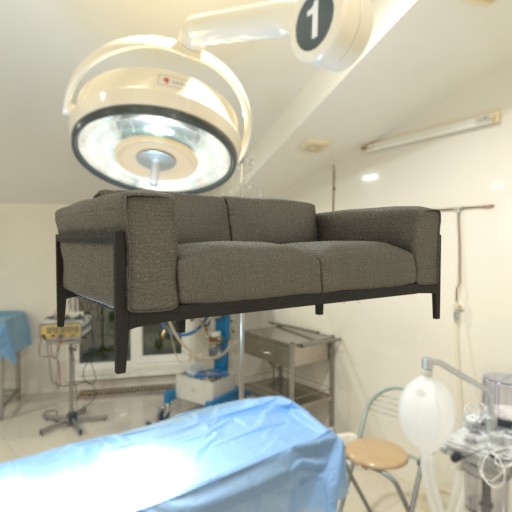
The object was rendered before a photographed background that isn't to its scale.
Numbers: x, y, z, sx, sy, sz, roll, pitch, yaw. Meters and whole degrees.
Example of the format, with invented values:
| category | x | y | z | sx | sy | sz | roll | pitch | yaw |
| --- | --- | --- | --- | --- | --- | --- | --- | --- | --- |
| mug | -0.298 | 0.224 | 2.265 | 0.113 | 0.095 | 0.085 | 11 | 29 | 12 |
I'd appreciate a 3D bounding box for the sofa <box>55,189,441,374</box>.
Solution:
| category | x | y | z | sx | sy | sz | roll | pitch | yaw |
| --- | --- | --- | --- | --- | --- | --- | --- | --- | --- |
| sofa | 0.000 | 0.000 | 2.183 | 1.690 | 0.656 | 0.960 | -1 | 2 | -35 |
